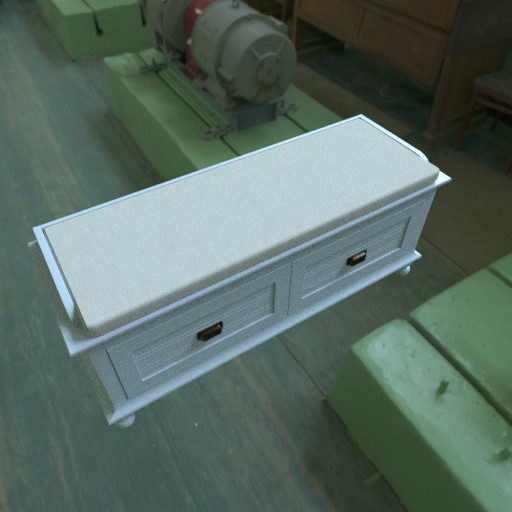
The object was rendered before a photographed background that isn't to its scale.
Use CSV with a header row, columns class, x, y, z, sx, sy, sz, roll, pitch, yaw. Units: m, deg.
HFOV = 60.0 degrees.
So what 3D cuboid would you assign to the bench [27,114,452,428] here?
class,x,y,z,sx,sy,sz,roll,pitch,yaw
bench,0.000,0.000,1.417,1.185,0.486,0.402,-24,51,-22
